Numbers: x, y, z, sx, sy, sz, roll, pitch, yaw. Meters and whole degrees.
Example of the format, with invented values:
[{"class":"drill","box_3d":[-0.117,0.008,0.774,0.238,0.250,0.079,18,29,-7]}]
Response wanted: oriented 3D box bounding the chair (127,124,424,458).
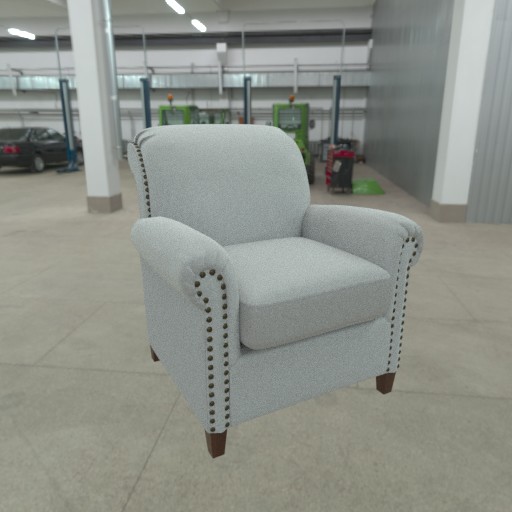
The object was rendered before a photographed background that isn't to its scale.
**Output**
[{"class":"chair","box_3d":[0.000,0.000,1.627,0.854,0.927,0.890,-9,19,-27]}]
